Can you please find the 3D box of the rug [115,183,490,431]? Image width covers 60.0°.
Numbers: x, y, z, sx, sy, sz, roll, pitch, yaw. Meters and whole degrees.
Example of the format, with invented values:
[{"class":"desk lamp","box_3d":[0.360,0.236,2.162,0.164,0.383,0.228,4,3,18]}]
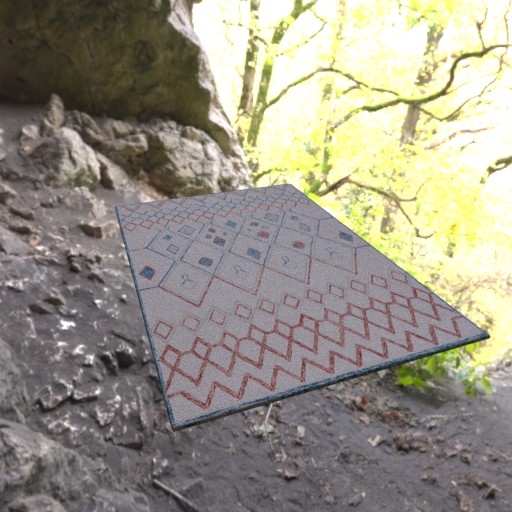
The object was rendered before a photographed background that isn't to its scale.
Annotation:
[{"class":"rug","box_3d":[0.000,0.000,2.244,1.219,0.016,1.829,-10,31,-18]}]
